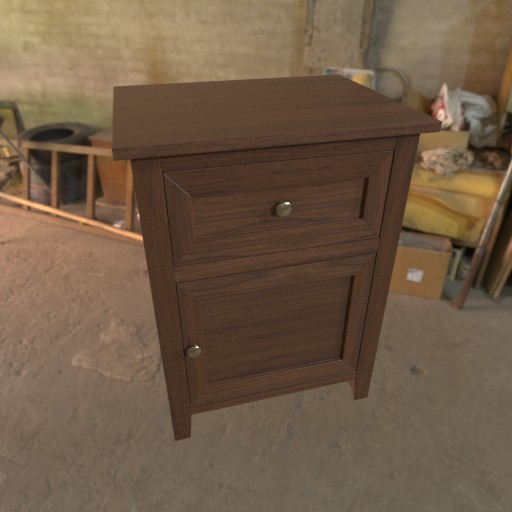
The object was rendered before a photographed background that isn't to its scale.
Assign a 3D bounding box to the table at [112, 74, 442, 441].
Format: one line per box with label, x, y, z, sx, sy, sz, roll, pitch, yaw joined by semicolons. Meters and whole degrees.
table;0.000;0.000;0.940;0.480;0.636;0.381;-8;33;-12
